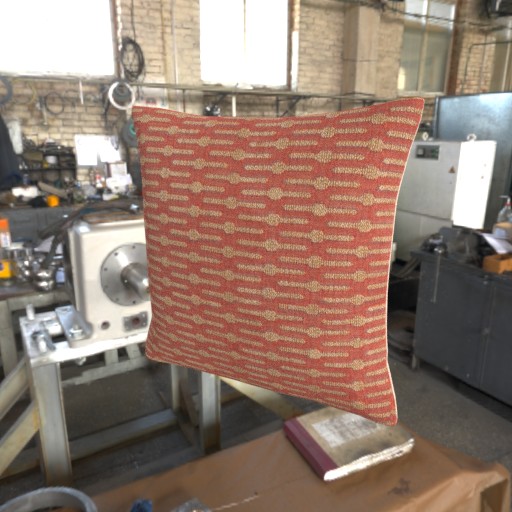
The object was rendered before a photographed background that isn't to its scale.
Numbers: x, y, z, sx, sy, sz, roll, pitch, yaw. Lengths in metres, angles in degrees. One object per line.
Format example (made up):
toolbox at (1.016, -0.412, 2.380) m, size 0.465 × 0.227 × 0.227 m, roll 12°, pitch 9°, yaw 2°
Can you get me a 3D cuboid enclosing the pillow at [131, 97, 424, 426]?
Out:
pillow at (0.000, 0.000, 0.762) m, size 0.511 × 0.503 × 0.182 m, roll 8°, pitch 17°, yaw 26°
